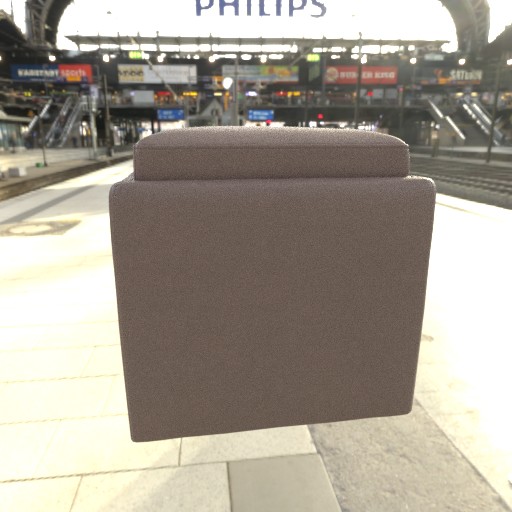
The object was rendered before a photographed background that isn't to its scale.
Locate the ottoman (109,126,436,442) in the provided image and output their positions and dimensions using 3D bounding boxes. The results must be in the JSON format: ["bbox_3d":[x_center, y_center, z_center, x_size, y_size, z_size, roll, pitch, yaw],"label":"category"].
[{"bbox_3d":[0.000,0.000,0.820,0.450,0.460,0.451,-2,15,-9],"label":"ottoman"}]
